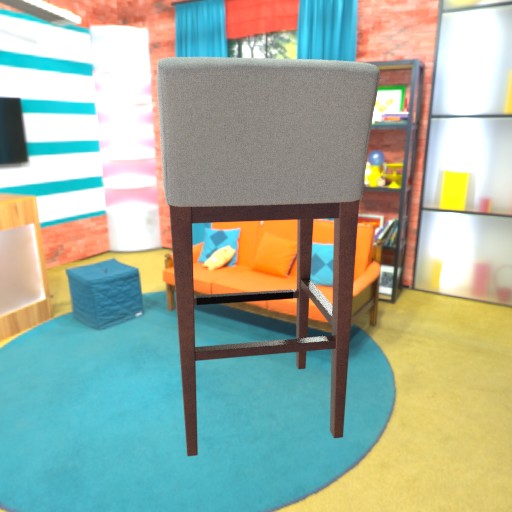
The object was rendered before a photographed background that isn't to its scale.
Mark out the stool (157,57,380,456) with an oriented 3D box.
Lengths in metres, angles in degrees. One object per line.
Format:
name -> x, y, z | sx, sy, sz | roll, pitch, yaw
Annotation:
stool -> 0.000, 0.000, 1.327 | 0.511, 1.037, 0.500 | -3, 16, -10
